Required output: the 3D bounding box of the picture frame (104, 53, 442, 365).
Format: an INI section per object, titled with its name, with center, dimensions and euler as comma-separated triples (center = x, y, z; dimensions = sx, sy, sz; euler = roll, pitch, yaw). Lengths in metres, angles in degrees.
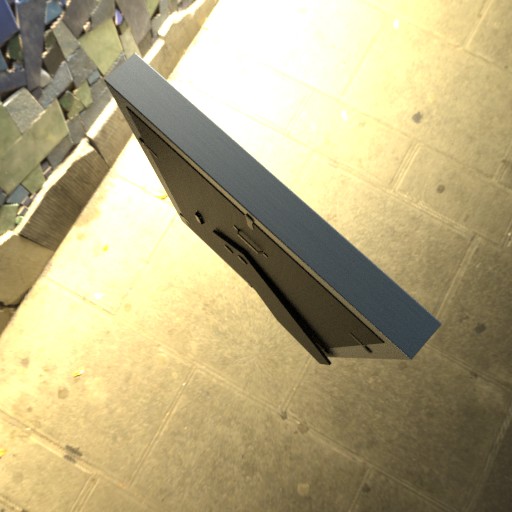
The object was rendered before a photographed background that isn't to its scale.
[picture frame]
center = 0.000, 0.000, 0.381
dimensions = 0.233, 0.282, 0.036
euler = 43, 81, 9
